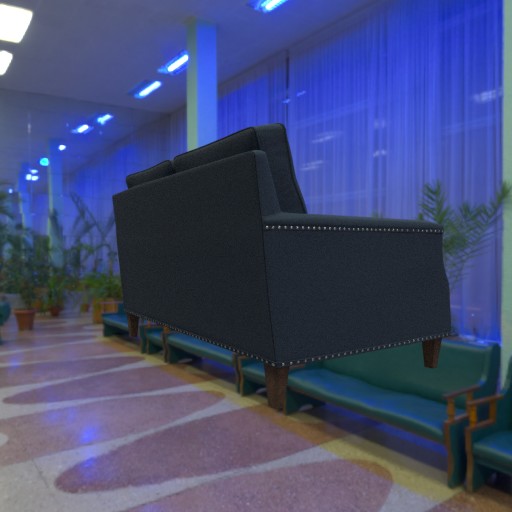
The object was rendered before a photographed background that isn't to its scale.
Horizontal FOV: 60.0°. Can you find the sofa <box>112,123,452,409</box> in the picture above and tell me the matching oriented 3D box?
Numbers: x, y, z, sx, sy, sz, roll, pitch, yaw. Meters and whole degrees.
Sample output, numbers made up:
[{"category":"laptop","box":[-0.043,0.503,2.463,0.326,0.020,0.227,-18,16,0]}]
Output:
[{"category":"sofa","box":[0.000,0.000,2.331,1.084,1.003,1.597,-1,1,-35]}]
